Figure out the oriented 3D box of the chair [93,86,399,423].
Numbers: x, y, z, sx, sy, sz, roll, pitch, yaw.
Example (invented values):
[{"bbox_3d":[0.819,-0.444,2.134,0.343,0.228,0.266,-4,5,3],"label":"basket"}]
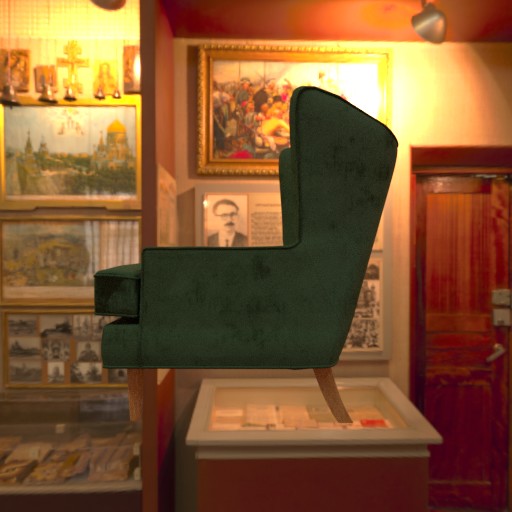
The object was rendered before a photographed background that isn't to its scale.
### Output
[{"bbox_3d":[0.000,0.000,1.603,0.910,0.952,0.793,0,1,1],"label":"chair"}]
